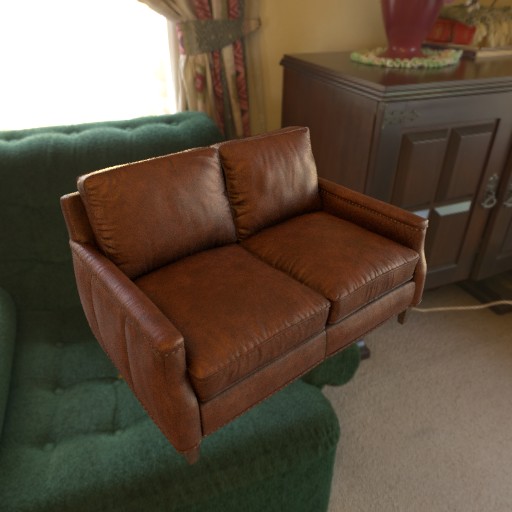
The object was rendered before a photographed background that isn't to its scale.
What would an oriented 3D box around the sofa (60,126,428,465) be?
[{"bbox_3d":[0.000,0.000,2.292,1.628,1.003,1.083,-22,37,-32],"label":"sofa"}]
